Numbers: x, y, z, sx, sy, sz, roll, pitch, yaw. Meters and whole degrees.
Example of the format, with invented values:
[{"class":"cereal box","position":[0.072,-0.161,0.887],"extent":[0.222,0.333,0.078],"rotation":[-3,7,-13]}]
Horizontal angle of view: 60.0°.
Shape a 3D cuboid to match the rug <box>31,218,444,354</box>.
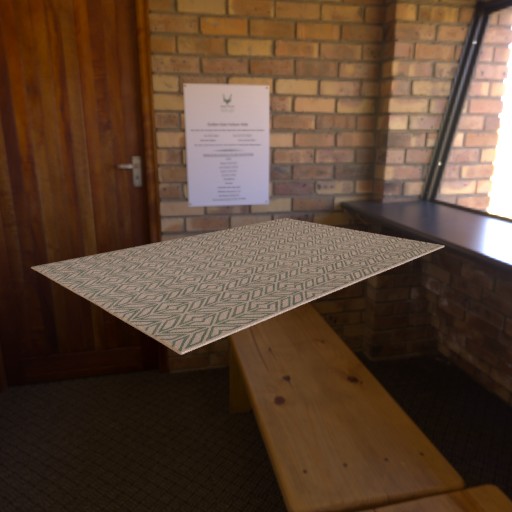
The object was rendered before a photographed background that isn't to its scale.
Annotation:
[{"class":"rug","position":[0.000,0.000,2.327],"extent":[1.828,0.007,1.220],"rotation":[-15,21,-43]}]
